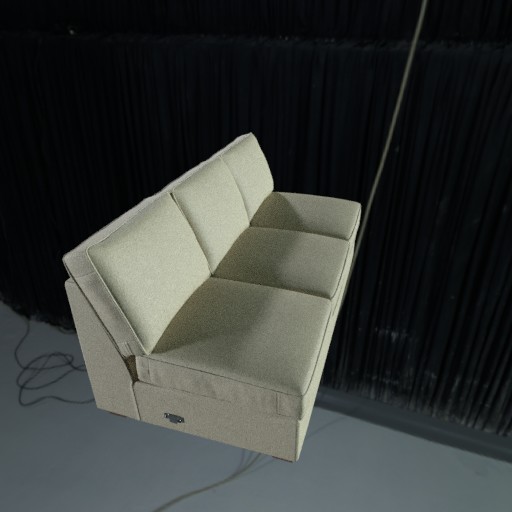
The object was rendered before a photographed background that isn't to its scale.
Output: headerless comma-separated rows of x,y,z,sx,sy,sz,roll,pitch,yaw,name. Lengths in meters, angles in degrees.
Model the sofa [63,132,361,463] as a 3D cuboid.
0.000,0.000,2.564,1.027,0.973,1.962,9,31,15,sofa
